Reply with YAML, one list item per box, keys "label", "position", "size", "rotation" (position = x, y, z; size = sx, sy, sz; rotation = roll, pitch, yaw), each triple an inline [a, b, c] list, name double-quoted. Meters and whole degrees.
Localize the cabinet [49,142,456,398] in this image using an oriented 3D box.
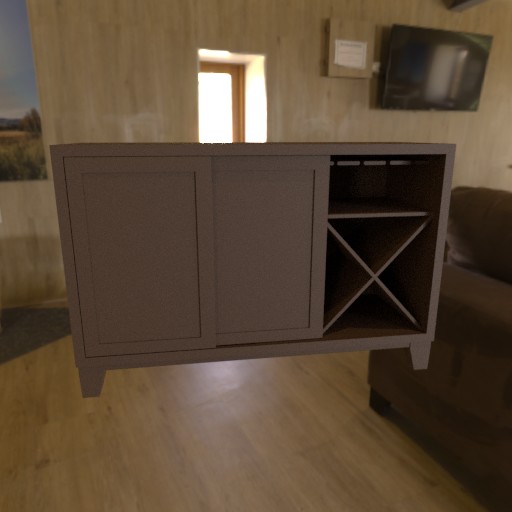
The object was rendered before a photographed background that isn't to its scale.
- label: "cabinet"
  position: [0.000, 0.000, 1.853]
  size: [1.396, 0.914, 0.482]
  rotation: [-2, 15, -9]
